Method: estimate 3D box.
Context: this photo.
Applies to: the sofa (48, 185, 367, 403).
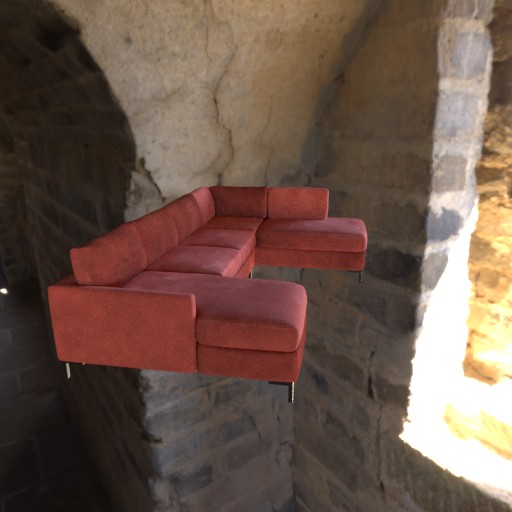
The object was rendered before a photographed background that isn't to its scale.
[{"bbox_3d":[0.000,0.000,3.864,1.981,0.858,2.971,3,17,10],"label":"sofa"}]
